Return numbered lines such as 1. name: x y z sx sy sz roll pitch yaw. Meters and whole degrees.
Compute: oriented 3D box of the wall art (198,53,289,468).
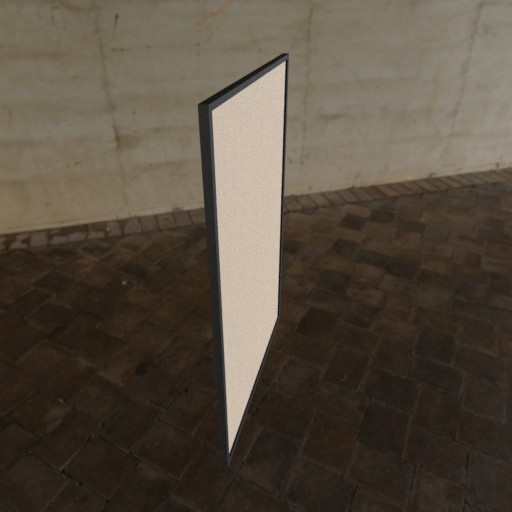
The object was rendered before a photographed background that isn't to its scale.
1. wall art: 0.000 0.000 0.846 0.013 0.657 0.457 8 32 13
